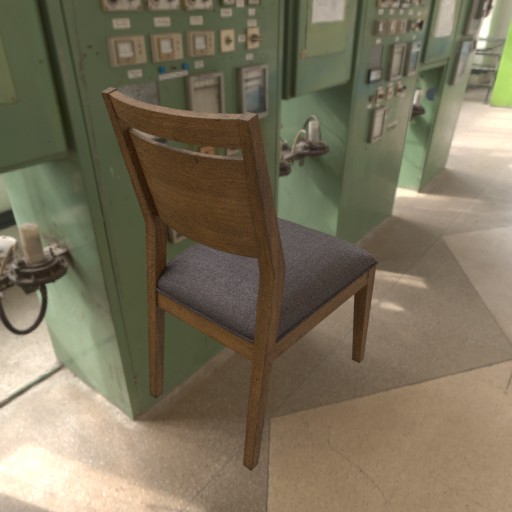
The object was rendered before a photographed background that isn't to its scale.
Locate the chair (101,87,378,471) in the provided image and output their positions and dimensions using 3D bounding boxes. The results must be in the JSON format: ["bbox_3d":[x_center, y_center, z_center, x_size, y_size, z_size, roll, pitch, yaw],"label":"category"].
[{"bbox_3d":[0.000,0.000,1.274,0.501,0.939,0.610,22,37,33],"label":"chair"}]
